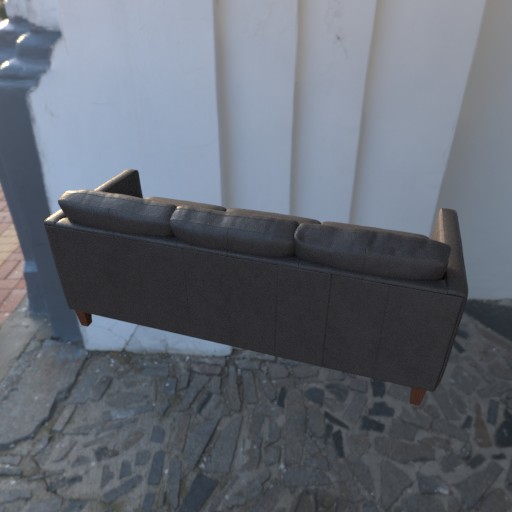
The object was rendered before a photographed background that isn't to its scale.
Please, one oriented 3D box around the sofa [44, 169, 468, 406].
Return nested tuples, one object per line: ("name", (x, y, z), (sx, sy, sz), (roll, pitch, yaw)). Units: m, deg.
("sofa", (0.000, 0.000, 2.988), (2.464, 1.006, 1.045), (10, 33, 15))
